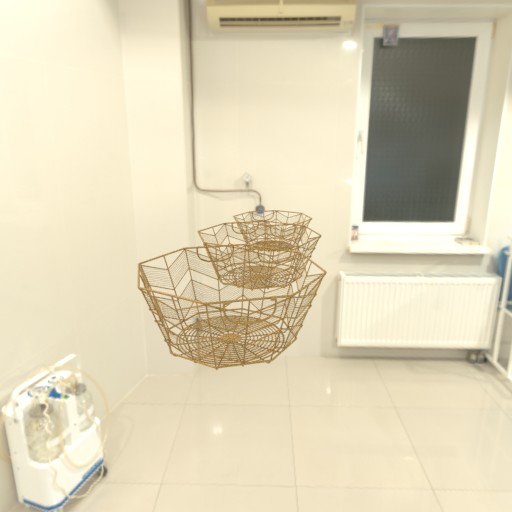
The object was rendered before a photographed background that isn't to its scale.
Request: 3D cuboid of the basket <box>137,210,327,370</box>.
[{"bbox_3d":[0.000,0.000,1.407,0.432,0.178,1.245,2,16,8],"label":"basket"}]
